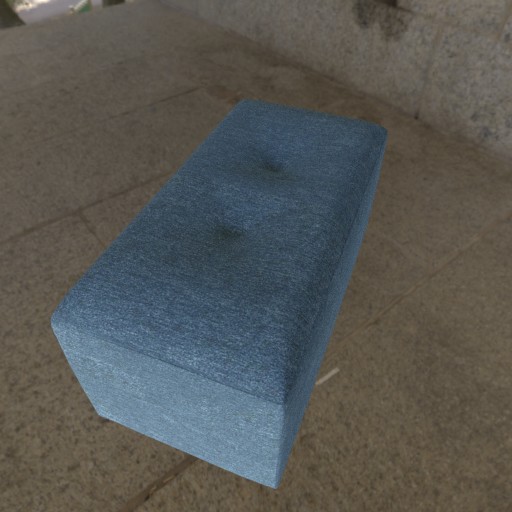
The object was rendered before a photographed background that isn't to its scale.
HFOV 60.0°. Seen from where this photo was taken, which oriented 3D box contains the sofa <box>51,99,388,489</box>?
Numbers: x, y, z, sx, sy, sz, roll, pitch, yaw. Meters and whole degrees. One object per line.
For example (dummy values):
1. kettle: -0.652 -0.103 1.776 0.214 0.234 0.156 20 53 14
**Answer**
1. sofa: 0.000 0.000 1.168 0.480 0.470 0.930 16 48 15
